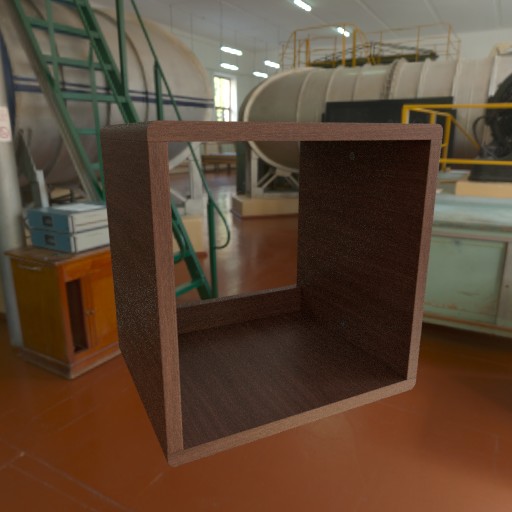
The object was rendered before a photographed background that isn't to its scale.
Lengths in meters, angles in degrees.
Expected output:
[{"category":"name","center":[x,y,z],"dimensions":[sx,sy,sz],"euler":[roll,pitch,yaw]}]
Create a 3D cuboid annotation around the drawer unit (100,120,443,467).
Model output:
[{"category":"drawer unit","center":[0.000,0.000,0.619],"dimensions":[0.349,0.351,0.290],"euler":[-7,17,-25]}]
